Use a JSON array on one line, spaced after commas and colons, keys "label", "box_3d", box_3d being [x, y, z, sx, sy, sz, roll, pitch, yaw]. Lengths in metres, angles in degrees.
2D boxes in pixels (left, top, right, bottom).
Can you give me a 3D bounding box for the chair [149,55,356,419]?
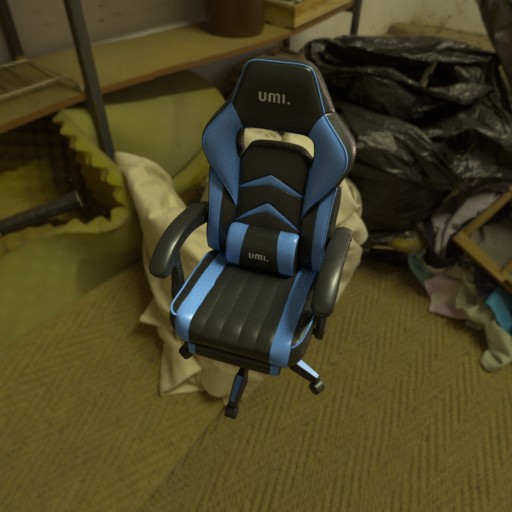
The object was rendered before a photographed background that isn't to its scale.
[{"label": "chair", "box_3d": [0.000, 0.000, 1.701, 0.700, 1.280, 0.700, 12, 43, 13]}]
